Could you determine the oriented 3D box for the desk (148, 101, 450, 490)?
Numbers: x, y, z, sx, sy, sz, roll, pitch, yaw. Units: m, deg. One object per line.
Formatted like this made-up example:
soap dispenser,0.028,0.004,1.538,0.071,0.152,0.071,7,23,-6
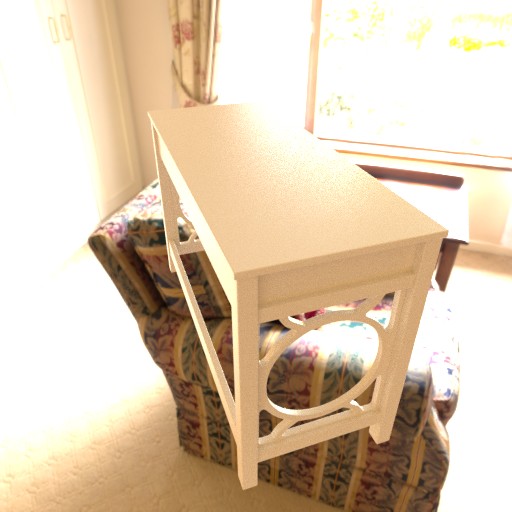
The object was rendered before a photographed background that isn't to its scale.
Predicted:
desk,0.000,0.000,1.581,0.504,0.762,1.191,-11,35,-16
